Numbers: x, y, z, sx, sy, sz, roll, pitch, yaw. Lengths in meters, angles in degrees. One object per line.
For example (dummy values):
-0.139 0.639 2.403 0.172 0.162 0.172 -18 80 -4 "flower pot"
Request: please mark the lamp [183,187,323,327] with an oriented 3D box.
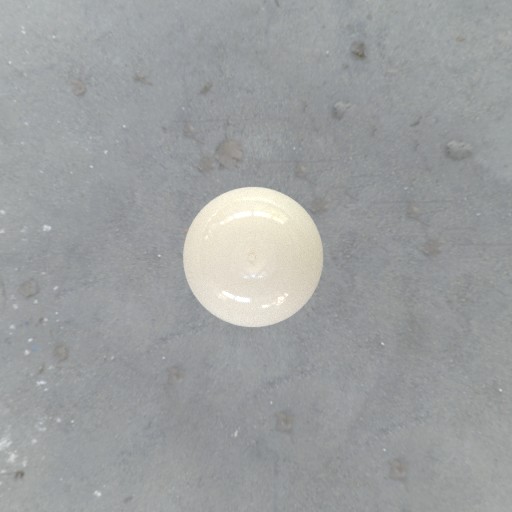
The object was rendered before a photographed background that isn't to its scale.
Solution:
0.000 0.000 1.615 0.328 1.480 0.328 0 90 1 "lamp"
